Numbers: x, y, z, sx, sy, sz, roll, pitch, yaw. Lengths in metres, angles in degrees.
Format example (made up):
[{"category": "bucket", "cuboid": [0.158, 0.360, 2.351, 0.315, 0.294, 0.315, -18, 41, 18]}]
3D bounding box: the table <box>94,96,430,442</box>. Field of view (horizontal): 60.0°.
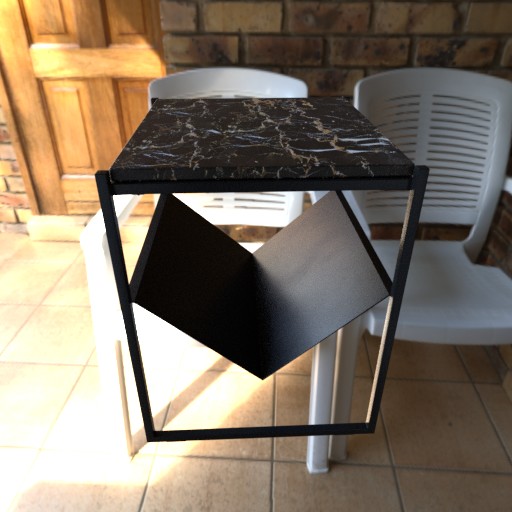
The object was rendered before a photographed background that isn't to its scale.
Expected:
[{"category": "table", "cuboid": [0.000, 0.000, 0.905, 0.432, 0.534, 0.469, -1, 31, -2]}]
